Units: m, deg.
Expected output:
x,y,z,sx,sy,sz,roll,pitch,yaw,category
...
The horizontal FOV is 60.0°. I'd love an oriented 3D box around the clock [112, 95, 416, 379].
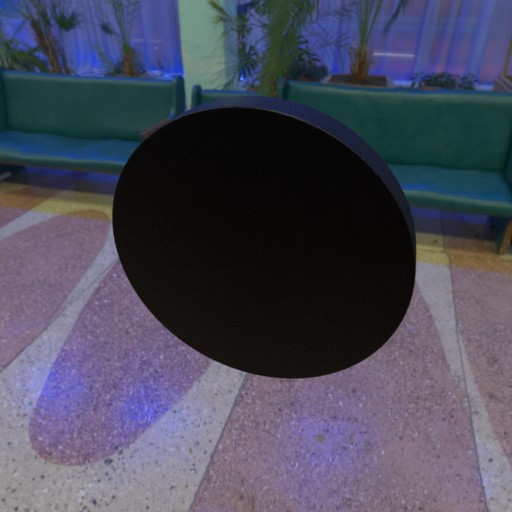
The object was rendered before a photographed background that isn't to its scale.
x,y,z,sx,sy,sz,roll,pitch,yaw,category
0.000,0.000,0.461,0.314,0.314,0.040,10,34,15,clock
